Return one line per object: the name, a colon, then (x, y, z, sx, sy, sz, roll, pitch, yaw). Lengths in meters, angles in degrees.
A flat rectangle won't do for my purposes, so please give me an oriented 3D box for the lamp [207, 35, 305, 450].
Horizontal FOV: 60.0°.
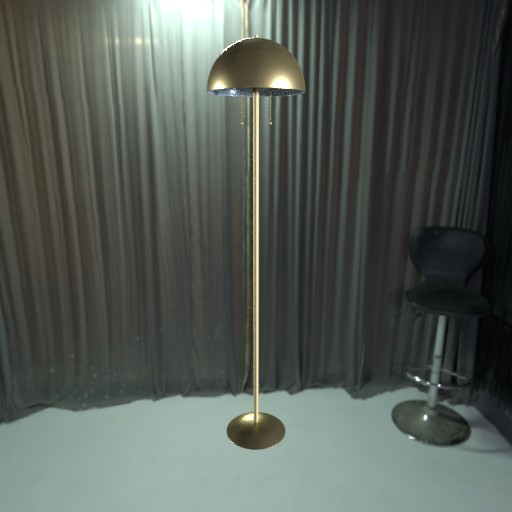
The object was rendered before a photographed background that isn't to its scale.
lamp: (0.000, 0.000, 1.629, 0.328, 1.480, 0.328, -2, 15, -9)
